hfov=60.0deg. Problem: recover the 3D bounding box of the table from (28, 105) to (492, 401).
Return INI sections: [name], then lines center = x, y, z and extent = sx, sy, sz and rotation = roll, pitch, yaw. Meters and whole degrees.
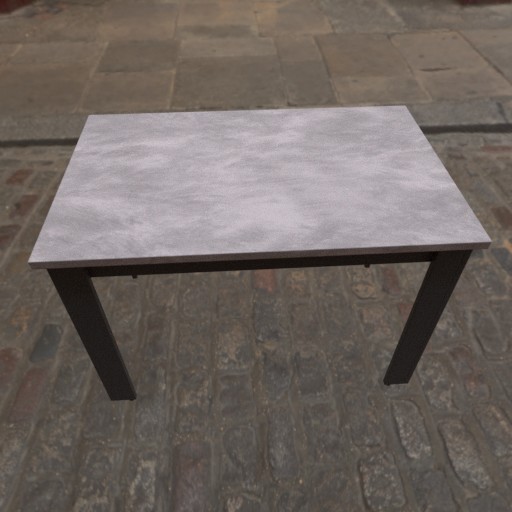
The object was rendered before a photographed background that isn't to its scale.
[table]
center = 0.000, 0.000, 1.552
extent = 1.100, 0.734, 0.700
rotation = -3, 45, -3
